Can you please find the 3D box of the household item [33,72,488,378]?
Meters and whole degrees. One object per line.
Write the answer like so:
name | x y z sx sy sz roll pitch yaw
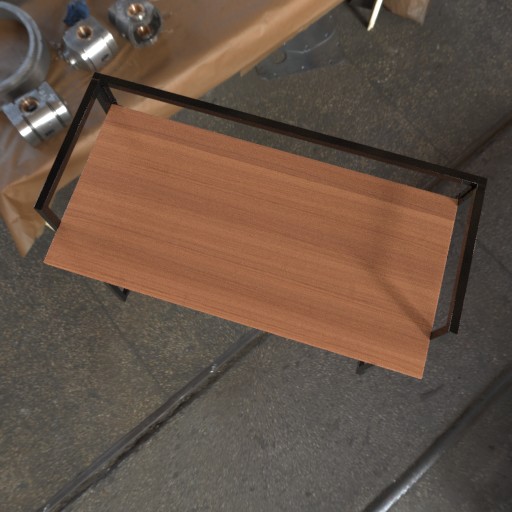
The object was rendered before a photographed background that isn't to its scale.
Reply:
household item | 0.000 0.000 1.492 1.050 0.860 0.510 16 77 4
